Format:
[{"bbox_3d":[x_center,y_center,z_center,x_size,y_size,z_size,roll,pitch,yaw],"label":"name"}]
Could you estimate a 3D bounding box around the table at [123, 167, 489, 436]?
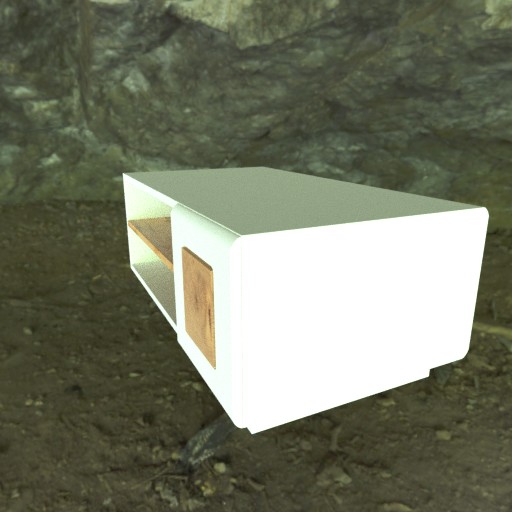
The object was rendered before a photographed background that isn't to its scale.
[{"bbox_3d":[0.000,0.000,1.398,0.639,0.442,1.097,-8,18,-25],"label":"table"}]
